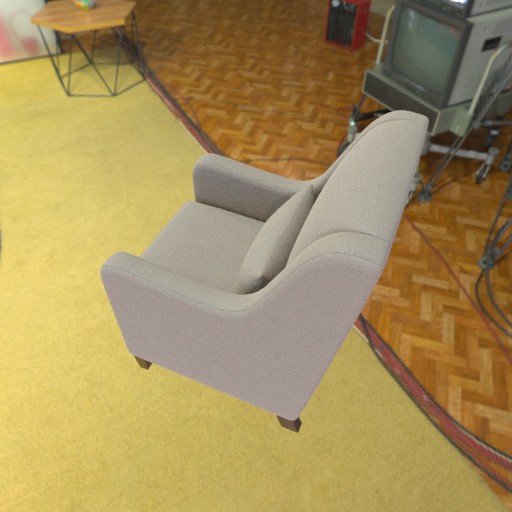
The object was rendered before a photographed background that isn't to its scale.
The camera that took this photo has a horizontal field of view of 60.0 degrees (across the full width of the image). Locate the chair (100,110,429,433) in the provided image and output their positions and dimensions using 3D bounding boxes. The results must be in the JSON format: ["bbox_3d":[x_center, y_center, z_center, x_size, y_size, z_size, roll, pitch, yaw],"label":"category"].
[{"bbox_3d":[0.000,0.000,1.619,0.896,1.017,0.715,17,48,16],"label":"chair"}]
